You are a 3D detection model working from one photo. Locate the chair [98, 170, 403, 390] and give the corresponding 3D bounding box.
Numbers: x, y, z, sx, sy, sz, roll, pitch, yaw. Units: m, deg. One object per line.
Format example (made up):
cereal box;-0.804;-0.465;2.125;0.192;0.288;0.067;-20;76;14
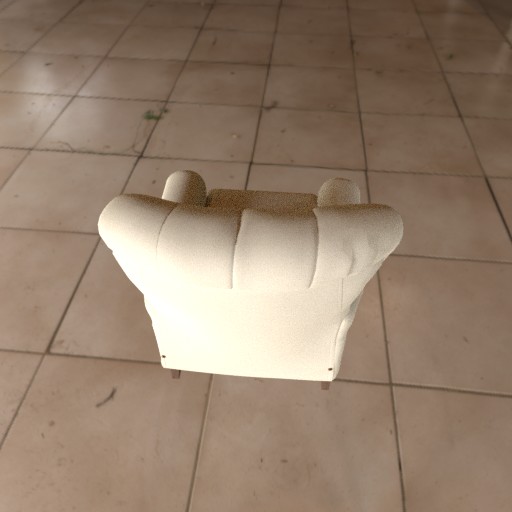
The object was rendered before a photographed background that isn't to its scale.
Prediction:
chair;0.000;0.000;2.040;1.035;1.169;1.132;3;47;3
